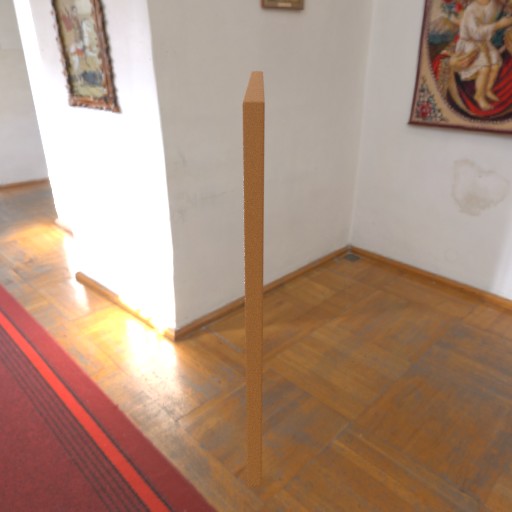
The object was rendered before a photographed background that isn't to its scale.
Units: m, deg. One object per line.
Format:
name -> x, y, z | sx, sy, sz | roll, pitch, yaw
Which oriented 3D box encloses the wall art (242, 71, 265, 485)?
wall art -> 0.000, 0.000, 0.753 | 0.022, 0.553, 0.452 | 0, 26, 1
